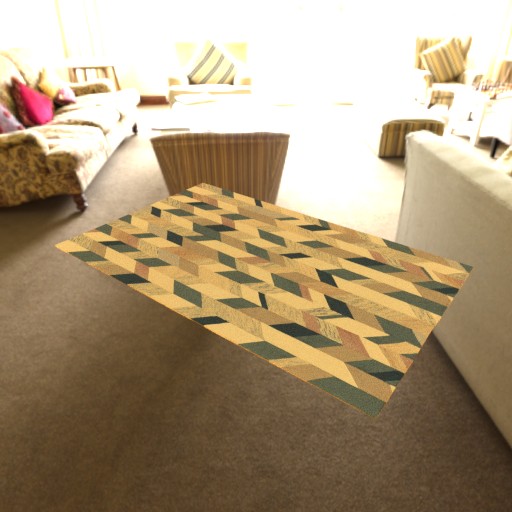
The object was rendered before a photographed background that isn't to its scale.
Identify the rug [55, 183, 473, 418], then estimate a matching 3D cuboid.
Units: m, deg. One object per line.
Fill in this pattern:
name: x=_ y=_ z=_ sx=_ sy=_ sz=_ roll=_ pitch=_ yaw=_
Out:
rug: x=0.000 y=0.000 z=2.997 sx=2.423 sy=0.008 sz=1.513 roll=21 pitch=37 yaw=32
